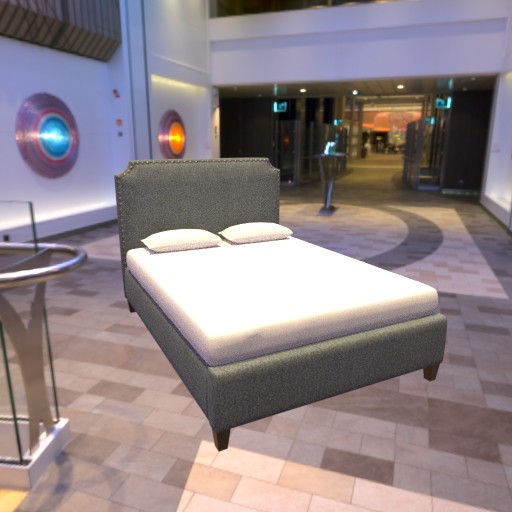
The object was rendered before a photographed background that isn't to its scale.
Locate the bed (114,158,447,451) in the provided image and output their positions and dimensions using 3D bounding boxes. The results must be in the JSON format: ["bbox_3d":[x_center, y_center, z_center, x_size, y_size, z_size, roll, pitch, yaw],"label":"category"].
[{"bbox_3d":[0.000,0.000,3.536,1.712,1.443,2.372,-7,16,-26],"label":"bed"}]
